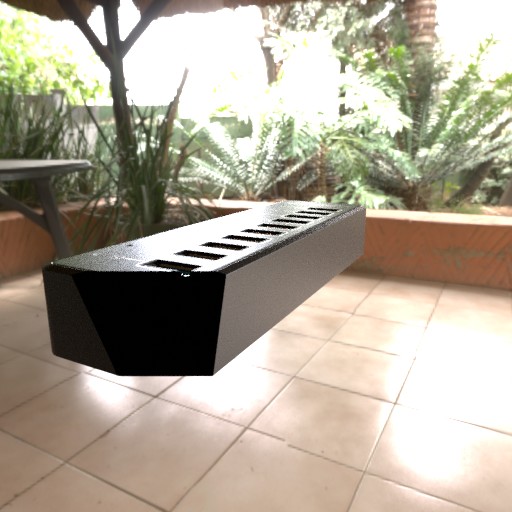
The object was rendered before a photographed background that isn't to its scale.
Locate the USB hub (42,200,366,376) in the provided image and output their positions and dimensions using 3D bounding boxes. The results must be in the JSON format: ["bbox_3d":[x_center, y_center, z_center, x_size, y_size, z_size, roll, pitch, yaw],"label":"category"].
[{"bbox_3d":[0.000,0.000,0.161,0.044,0.023,0.145,7,16,27],"label":"USB hub"}]
